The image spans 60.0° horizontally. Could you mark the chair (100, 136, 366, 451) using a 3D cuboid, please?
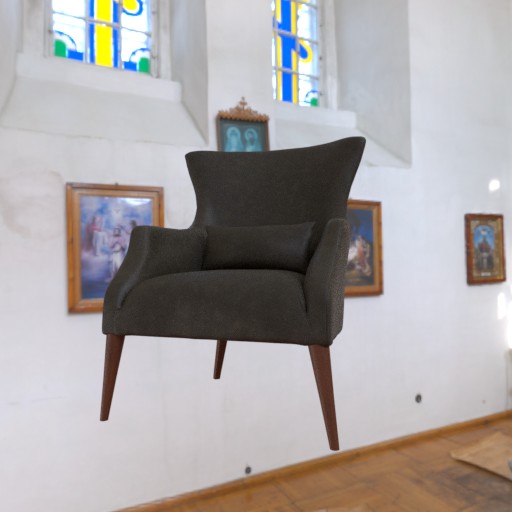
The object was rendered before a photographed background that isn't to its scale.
[{"bbox_3d":[0.000,0.000,1.737,0.819,1.068,0.954,-1,-2,18],"label":"chair"}]
